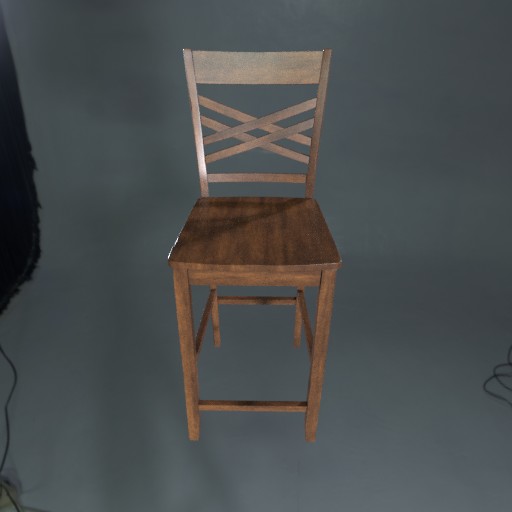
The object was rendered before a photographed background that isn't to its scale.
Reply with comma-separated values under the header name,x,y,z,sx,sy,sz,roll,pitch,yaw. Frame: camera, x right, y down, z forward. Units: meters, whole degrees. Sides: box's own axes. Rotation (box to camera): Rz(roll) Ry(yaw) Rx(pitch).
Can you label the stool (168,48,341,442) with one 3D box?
name,x,y,z,sx,sy,sz,roll,pitch,yaw
stool,0.000,0.000,1.344,0.426,1.098,0.504,1,31,1
